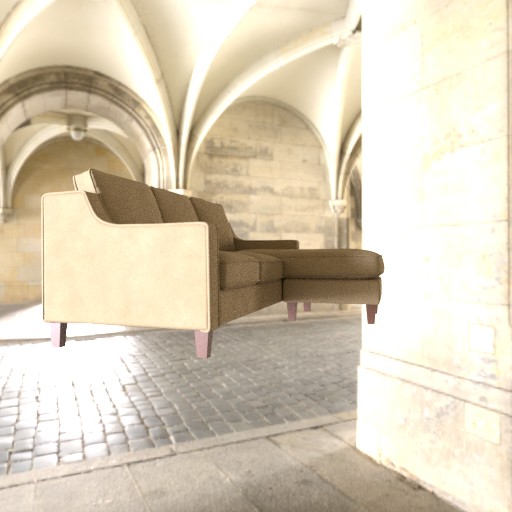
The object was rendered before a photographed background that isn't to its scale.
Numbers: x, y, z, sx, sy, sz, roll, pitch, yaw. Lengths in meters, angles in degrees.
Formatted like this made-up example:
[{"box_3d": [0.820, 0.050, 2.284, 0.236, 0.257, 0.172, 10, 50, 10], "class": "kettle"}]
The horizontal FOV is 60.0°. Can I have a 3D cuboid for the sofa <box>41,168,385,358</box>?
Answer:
[{"box_3d": [0.000, 0.000, 3.359, 1.858, 1.066, 2.317, 0, 0, 17], "class": "sofa"}]
